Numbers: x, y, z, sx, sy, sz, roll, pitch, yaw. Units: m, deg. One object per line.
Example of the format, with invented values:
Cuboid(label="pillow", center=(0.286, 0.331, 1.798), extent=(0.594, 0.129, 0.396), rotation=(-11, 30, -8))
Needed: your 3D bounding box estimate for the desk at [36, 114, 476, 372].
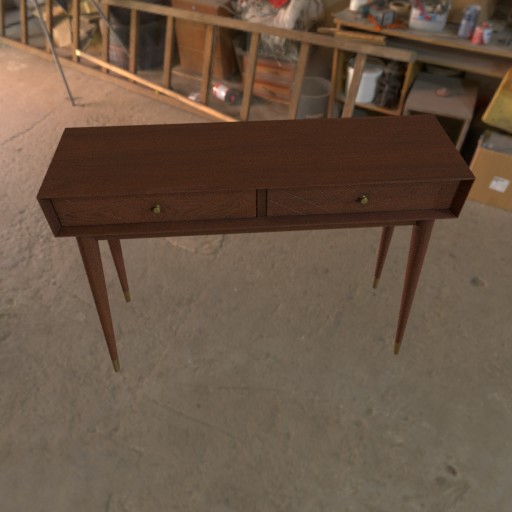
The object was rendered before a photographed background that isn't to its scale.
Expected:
Cuboid(label="desk", center=(0.000, 0.000, 1.657), extent=(1.204, 0.917, 0.384), rotation=(-3, 47, -3))
